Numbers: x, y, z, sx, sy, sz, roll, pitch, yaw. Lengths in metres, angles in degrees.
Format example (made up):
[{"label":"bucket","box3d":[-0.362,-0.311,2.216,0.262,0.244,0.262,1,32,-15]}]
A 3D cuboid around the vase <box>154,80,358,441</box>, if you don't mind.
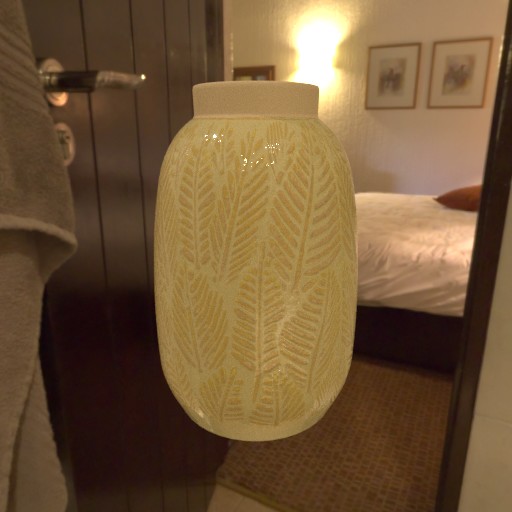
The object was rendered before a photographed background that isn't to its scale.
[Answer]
[{"label":"vase","box3d":[0.000,0.000,0.377,0.172,0.270,0.172,0,16,0]}]
